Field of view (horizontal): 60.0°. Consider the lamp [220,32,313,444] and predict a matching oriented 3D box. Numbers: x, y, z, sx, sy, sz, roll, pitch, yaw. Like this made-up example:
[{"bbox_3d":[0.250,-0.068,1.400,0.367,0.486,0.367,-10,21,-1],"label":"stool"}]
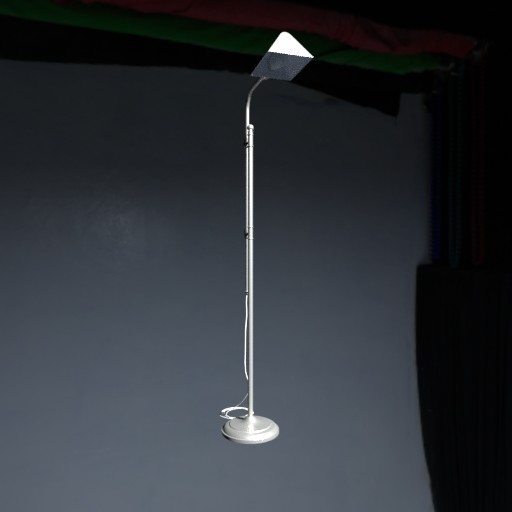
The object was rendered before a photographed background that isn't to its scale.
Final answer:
[{"bbox_3d":[0.000,0.000,1.891,0.256,1.571,0.813,0,0,-17],"label":"lamp"}]
